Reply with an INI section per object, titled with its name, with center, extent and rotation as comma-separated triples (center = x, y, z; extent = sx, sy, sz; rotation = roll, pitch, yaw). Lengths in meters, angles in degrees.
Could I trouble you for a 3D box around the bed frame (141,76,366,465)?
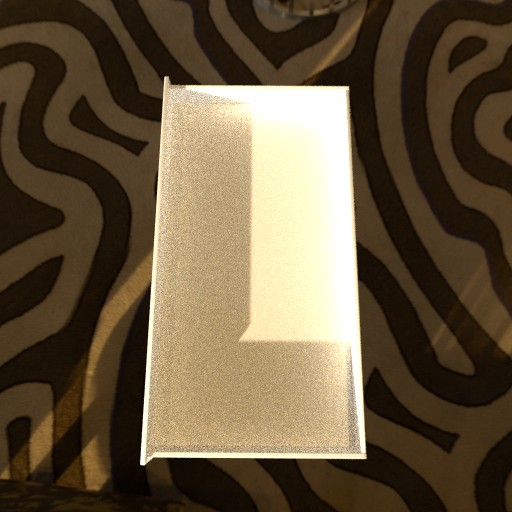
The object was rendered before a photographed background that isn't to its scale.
[bed frame]
center = 0.000, 0.000, 1.520
extent = 0.670, 0.141, 1.300
rotation = 0, 77, 0
